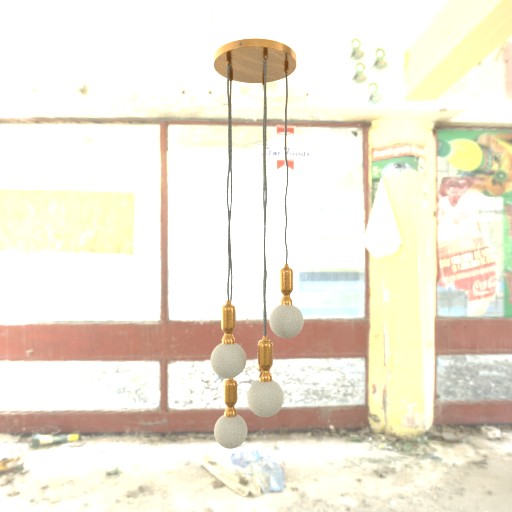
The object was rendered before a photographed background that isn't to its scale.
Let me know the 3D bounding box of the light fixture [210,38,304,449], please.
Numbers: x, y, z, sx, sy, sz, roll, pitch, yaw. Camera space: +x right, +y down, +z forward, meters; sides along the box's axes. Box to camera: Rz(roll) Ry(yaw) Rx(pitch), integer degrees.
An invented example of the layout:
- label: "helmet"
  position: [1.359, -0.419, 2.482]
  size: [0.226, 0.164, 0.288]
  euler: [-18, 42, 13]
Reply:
- label: "light fixture"
  position: [0.000, 0.000, 0.514]
  size: [0.108, 0.457, 0.105]
  euler: [0, -1, 18]
